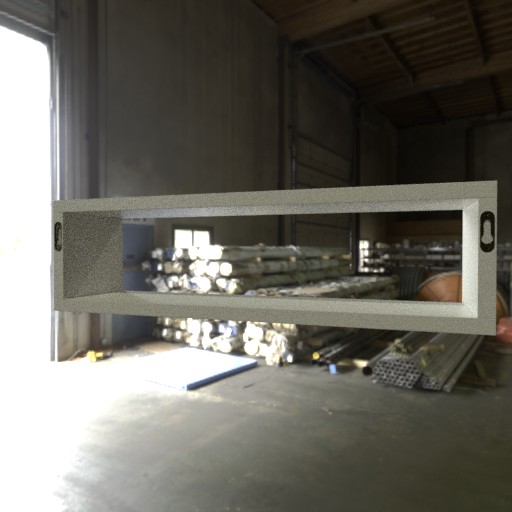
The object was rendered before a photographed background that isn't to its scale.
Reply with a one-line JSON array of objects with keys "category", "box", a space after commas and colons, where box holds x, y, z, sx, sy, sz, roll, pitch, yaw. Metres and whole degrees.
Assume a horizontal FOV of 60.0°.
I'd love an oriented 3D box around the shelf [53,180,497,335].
[{"category": "shelf", "box": [0.000, 0.000, 0.656, 0.610, 0.170, 0.150, 0, 1, 19]}]
